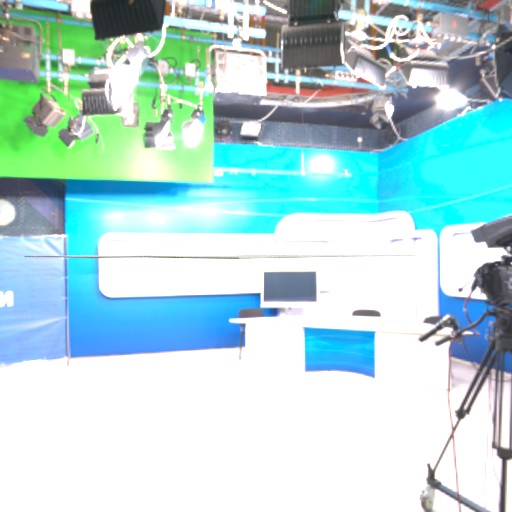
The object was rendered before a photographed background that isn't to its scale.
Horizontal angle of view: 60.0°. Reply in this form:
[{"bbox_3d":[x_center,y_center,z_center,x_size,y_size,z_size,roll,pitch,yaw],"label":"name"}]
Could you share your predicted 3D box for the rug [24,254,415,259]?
[{"bbox_3d":[0.000,0.000,3.094,1.527,0.016,2.442,0,0,35],"label":"rug"}]
